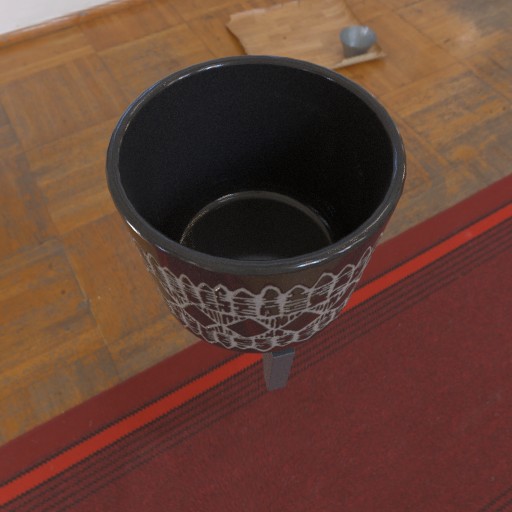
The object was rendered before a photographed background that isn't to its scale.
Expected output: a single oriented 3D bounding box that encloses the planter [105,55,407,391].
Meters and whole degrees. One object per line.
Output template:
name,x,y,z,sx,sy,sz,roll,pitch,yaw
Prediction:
planter,0.000,0.000,0.520,0.251,0.355,0.251,12,59,8
